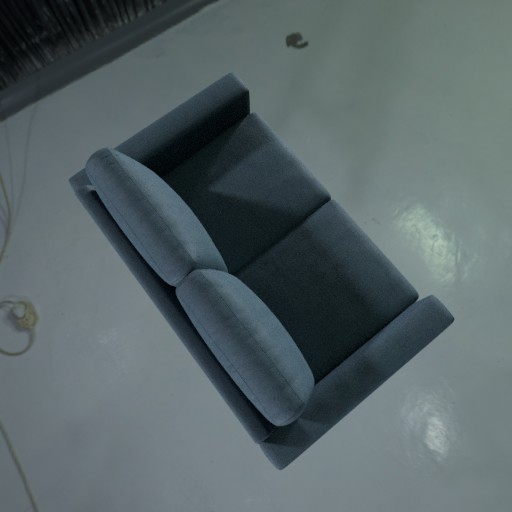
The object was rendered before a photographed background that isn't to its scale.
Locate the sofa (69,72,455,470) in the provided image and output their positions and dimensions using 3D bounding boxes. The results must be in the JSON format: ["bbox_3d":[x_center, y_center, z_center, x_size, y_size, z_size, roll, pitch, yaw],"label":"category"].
[{"bbox_3d":[0.000,0.000,2.030,0.955,0.903,1.489,-37,78,-9],"label":"sofa"}]
